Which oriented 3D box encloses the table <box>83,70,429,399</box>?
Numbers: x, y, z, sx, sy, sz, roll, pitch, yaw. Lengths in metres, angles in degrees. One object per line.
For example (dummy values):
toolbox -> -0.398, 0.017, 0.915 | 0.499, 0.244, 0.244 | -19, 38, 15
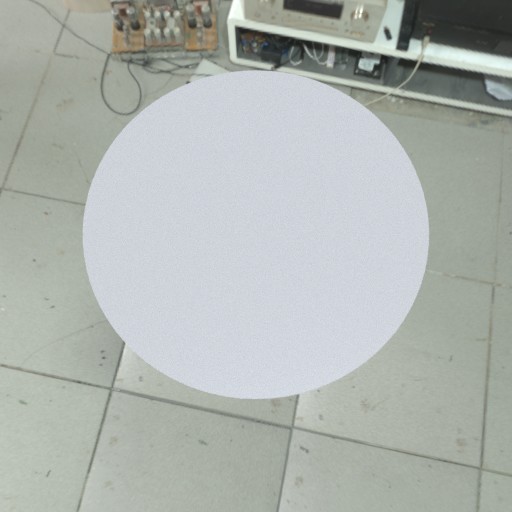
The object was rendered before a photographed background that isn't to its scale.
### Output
table -> 0.000, 0.000, 1.519 | 0.896, 0.762, 0.896 | 0, 75, 0
